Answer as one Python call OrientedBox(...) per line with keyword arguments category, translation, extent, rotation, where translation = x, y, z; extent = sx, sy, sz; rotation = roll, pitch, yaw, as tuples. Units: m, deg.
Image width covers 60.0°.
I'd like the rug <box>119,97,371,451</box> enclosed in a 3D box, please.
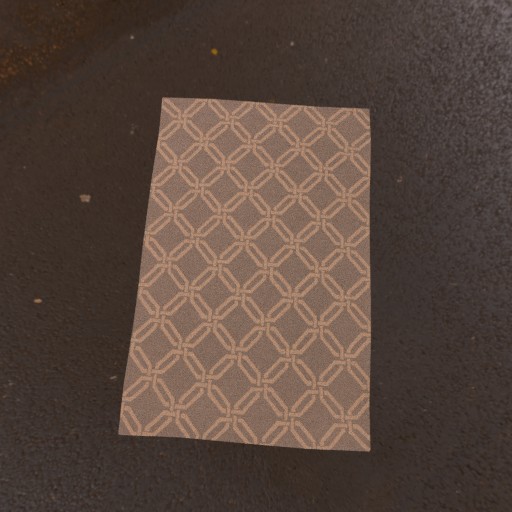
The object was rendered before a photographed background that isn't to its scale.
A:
OrientedBox(category="rug", translation=(0.000, 0.000, 2.214), extent=(1.148, 0.010, 1.754), rotation=(3, 75, 1))
